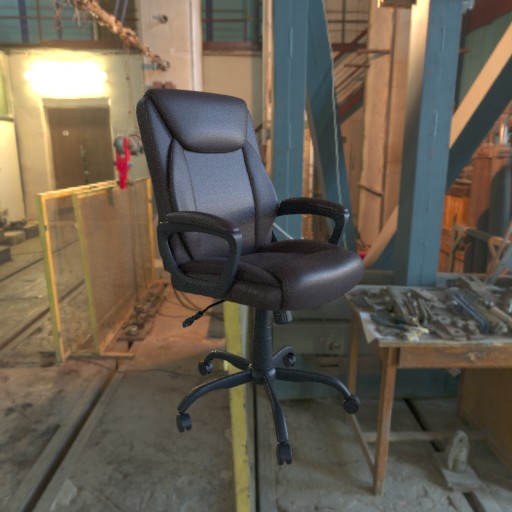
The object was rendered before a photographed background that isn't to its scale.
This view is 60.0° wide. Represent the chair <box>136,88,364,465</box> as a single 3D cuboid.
[{"bbox_3d":[0.000,0.000,1.470,0.655,1.072,0.615,13,18,42],"label":"chair"}]
